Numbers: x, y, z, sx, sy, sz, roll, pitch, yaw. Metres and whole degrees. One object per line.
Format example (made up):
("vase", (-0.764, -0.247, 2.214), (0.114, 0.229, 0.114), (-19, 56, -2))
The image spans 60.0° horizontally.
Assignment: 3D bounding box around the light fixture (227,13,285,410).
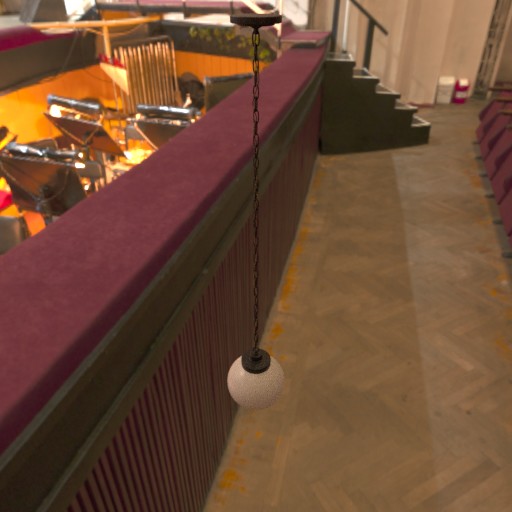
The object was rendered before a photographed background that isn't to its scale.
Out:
("light fixture", (0.000, 0.000, 1.952), (0.305, 1.867, 0.304), (10, 33, 16))
